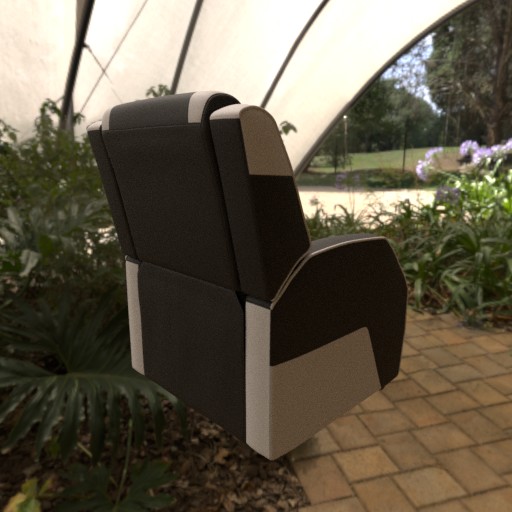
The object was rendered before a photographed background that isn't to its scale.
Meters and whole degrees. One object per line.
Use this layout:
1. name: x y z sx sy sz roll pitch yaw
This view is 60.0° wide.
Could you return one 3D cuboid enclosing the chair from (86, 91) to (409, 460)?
1. chair: 0.000 0.000 1.258 0.672 0.805 0.620 -12 18 -43
